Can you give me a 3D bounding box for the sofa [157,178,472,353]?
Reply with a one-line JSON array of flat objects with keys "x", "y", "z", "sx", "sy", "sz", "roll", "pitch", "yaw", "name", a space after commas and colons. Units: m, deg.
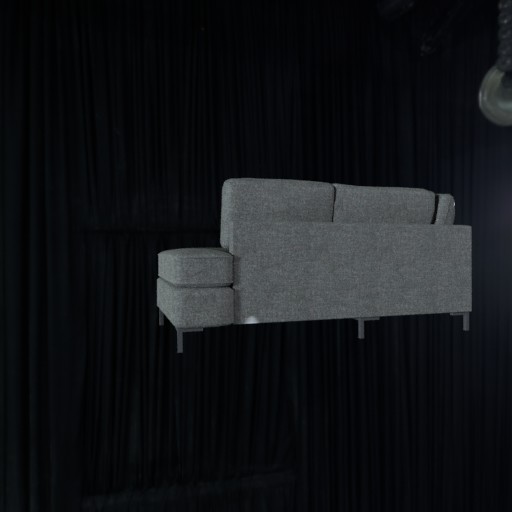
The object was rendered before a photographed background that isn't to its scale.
[{"x": 0.000, "y": 0.000, "z": 4.329, "sx": 2.048, "sy": 0.999, "sz": 3.423, "roll": 0, "pitch": 1, "yaw": -18, "name": "sofa"}]
